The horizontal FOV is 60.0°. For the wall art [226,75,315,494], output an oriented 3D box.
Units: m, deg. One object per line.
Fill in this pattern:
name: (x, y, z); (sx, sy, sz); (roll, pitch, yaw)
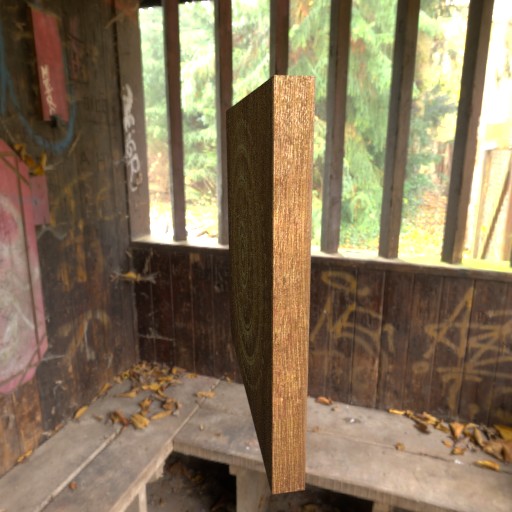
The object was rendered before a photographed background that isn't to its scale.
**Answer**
wall art: (0.000, 0.000, 0.602); (0.039, 0.403, 0.406); (-2, 14, -9)
